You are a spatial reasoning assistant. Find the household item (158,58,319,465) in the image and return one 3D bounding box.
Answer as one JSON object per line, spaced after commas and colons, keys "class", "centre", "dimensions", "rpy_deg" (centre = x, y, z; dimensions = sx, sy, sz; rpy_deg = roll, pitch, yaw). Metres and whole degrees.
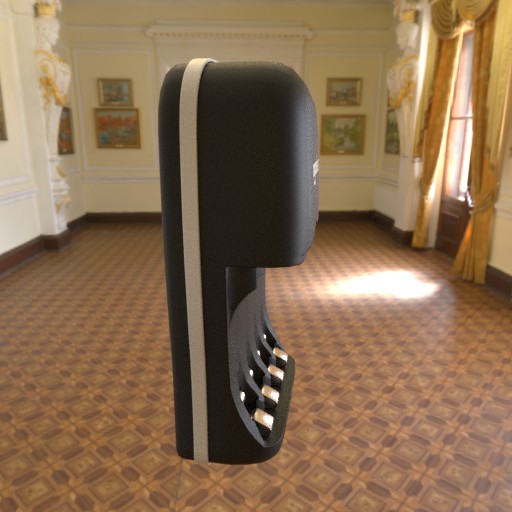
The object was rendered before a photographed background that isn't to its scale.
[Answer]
{"class": "household item", "centre": [0.000, 0.000, 0.144], "dimensions": [0.038, 0.114, 0.070], "rpy_deg": [3, 15, 10]}
